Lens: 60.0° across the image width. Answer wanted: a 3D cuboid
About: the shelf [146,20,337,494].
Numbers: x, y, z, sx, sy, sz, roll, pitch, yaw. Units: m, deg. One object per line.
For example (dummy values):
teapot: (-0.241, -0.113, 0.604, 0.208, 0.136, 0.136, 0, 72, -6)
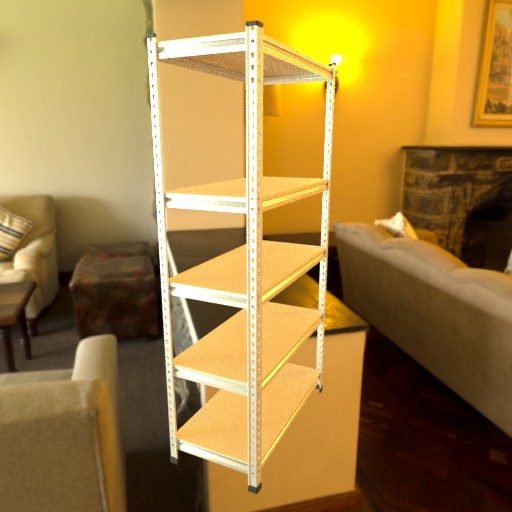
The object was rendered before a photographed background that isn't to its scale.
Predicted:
shelf: (0.000, 0.000, 2.144, 0.457, 1.829, 0.914, 7, 16, 25)
